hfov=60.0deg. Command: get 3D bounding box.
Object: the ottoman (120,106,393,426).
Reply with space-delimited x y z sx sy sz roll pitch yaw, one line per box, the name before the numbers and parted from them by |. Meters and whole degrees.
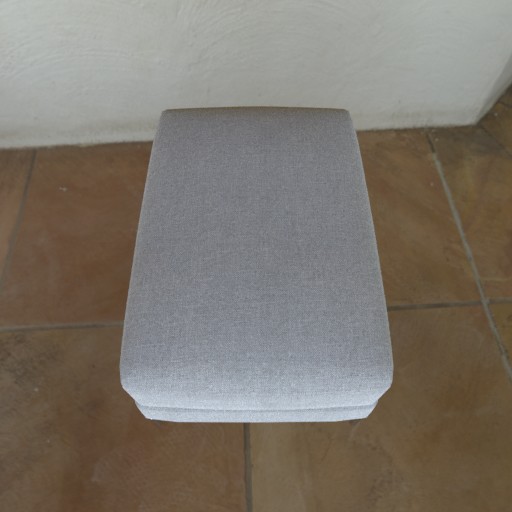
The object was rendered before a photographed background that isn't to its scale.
ottoman | 0.000 0.000 1.225 0.584 0.457 0.838 0 59 0
